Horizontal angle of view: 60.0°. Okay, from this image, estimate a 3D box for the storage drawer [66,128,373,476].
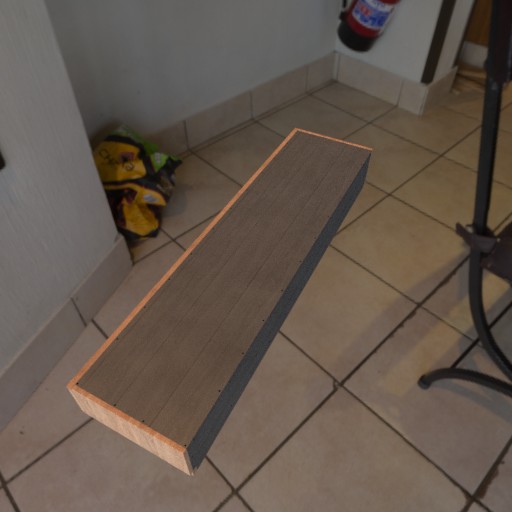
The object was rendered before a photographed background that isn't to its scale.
[{"bbox_3d":[0.000,0.000,2.258,0.538,0.264,2.032,21,50,19],"label":"storage drawer"}]
